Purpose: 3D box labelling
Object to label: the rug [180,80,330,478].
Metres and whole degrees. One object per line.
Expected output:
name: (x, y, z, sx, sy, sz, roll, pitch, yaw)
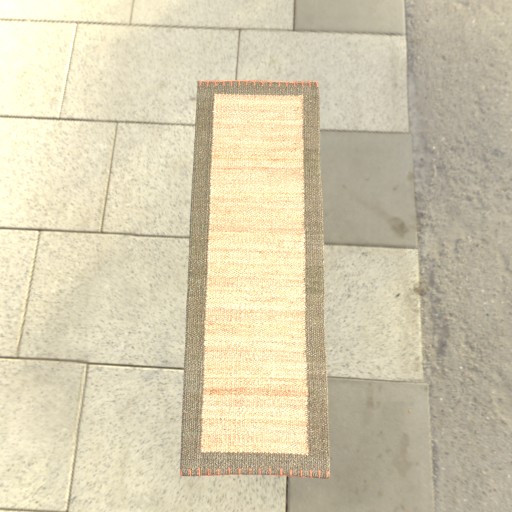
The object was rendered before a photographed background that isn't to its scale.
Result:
rug: (0.000, 0.000, 2.642, 0.810, 0.016, 2.413, 1, 75, 0)
